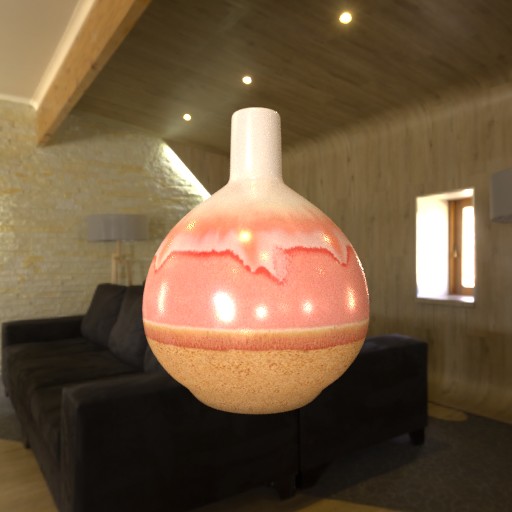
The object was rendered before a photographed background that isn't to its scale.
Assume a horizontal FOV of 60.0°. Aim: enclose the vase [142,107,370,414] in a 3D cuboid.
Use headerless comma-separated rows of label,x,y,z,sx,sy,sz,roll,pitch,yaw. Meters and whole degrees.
vase,0.000,0.000,0.276,0.137,0.176,0.137,0,-1,0
